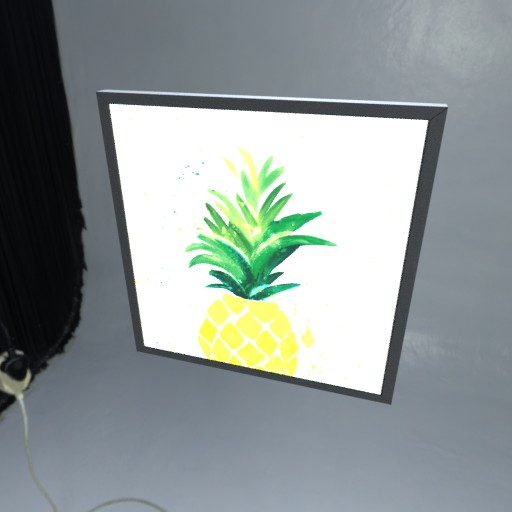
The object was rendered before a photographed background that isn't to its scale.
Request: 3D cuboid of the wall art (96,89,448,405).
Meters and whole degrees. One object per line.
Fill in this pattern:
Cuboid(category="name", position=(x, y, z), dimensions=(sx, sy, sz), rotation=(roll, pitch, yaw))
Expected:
Cuboid(category="wall art", position=(0.000, 0.000, 1.117), dimensions=(0.762, 0.760, 0.037), rotation=(8, 28, 15))
